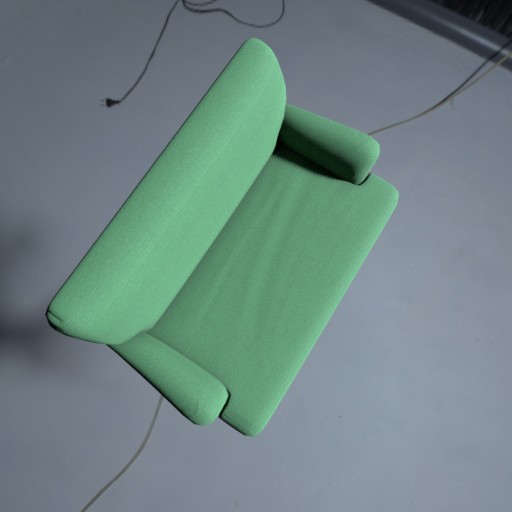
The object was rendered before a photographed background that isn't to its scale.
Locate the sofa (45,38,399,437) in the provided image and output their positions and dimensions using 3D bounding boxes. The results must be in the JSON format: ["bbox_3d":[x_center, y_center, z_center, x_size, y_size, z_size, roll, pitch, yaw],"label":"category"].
[{"bbox_3d":[0.000,0.000,1.798,0.779,0.889,1.297,32,79,7],"label":"sofa"}]
